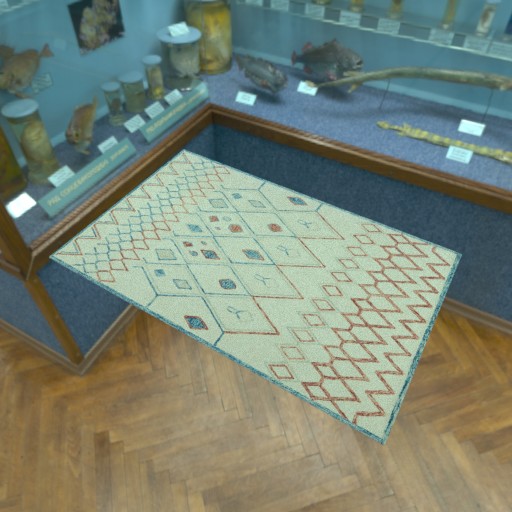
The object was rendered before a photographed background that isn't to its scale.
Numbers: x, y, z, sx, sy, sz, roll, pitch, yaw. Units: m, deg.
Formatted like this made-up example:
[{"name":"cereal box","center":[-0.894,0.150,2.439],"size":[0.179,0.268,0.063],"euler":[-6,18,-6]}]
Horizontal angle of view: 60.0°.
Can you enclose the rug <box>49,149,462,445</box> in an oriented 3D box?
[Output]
[{"name":"rug","center":[0.000,0.000,3.085],"size":[2.438,0.015,1.524],"euler":[24,52,21]}]
